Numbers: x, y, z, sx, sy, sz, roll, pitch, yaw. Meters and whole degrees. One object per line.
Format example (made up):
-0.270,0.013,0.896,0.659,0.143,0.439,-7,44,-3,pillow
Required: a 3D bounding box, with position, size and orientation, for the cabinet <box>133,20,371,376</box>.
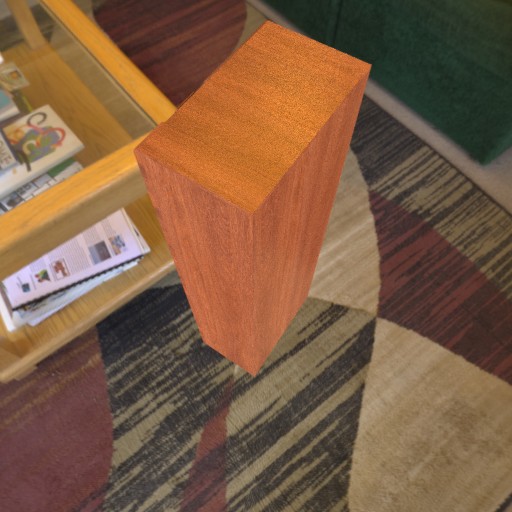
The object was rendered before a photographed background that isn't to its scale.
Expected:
0.000,0.000,2.182,0.420,1.980,0.660,31,67,15,cabinet
